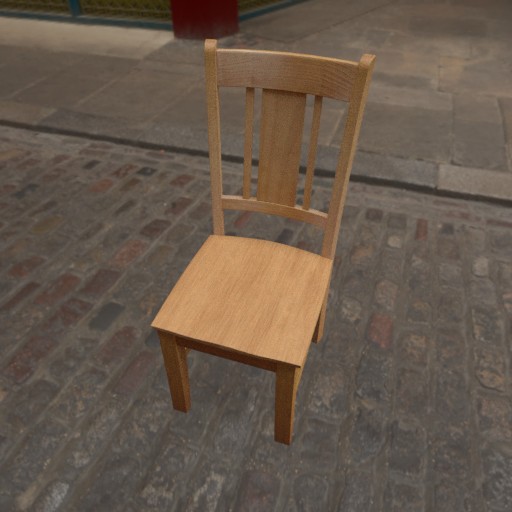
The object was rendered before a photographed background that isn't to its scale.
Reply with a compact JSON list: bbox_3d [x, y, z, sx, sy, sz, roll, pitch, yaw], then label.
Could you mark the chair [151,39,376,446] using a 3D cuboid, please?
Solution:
[{"bbox_3d":[0.000,0.000,1.277,0.450,0.998,0.556,12,42,14],"label":"chair"}]
